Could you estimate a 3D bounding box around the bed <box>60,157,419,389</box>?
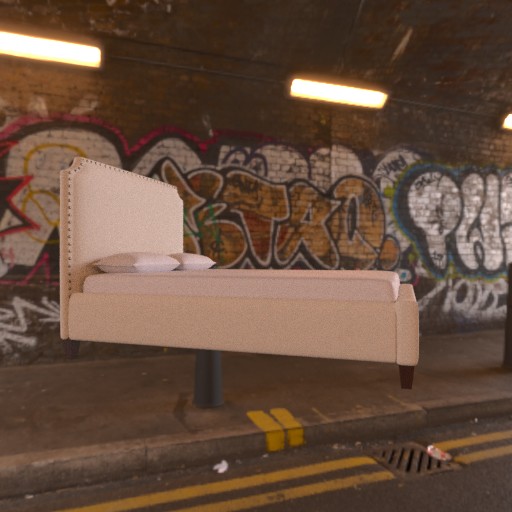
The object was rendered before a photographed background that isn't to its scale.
[{"bbox_3d":[0.000,0.000,3.509,2.372,1.443,1.712,0,0,19],"label":"bed"}]
